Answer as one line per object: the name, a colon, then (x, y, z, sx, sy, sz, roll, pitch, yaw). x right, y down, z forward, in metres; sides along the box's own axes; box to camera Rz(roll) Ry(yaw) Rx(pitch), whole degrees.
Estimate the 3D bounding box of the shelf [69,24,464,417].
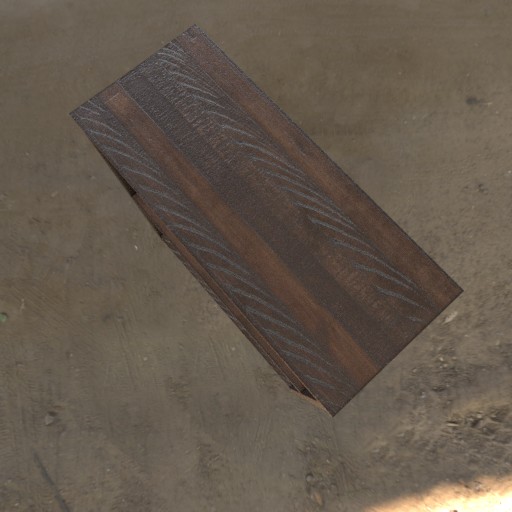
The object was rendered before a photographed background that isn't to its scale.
shelf: (0.000, 0.000, 1.365, 0.352, 0.947, 0.822, -40, 79, -10)
